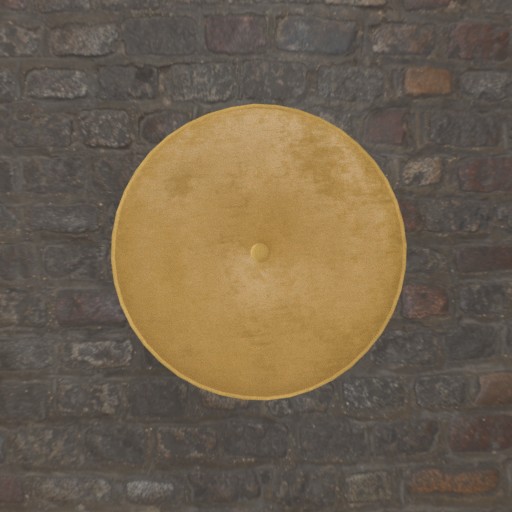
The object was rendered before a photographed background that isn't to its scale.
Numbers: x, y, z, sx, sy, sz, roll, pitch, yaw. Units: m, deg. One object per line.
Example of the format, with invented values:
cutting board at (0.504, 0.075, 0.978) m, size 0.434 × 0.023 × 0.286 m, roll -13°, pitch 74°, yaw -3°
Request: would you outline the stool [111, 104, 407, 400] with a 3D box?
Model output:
stool at (0.000, 0.000, 0.915) m, size 0.472 × 0.595 × 0.438 m, roll 0°, pitch 90°, yaw -2°
